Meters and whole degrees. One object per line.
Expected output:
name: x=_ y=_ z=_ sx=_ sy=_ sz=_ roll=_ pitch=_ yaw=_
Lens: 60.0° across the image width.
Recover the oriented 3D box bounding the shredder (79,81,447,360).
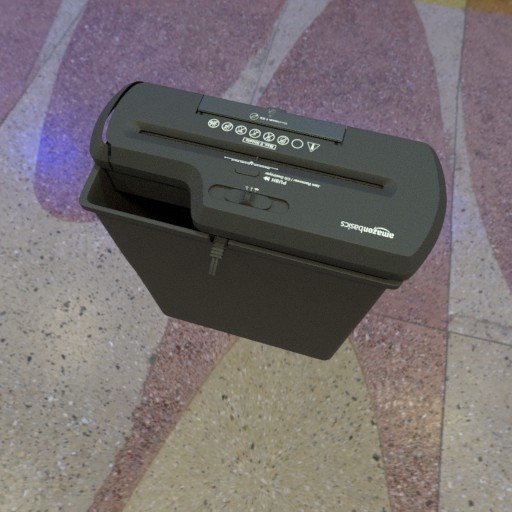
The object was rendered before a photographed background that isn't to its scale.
shredder: x=0.000 y=0.000 z=0.515 sx=0.320 sy=0.335 sz=0.170 roll=15 pitch=64 yaw=7
